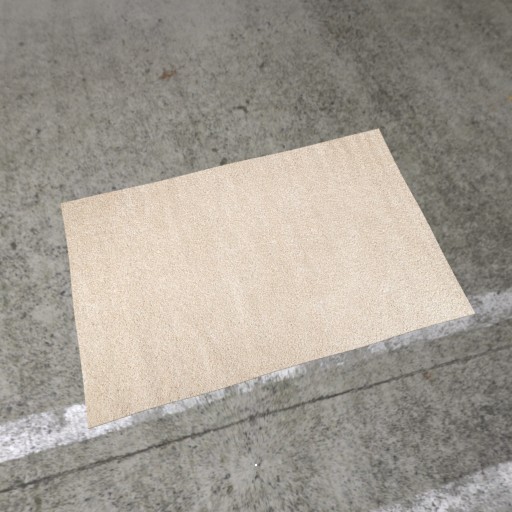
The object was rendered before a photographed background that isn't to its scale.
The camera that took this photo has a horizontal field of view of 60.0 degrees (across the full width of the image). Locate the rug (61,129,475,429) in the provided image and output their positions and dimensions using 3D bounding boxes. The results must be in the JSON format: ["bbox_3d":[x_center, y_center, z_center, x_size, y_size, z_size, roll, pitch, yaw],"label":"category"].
[{"bbox_3d":[0.000,0.000,2.874,2.346,0.025,1.500,-15,66,-7],"label":"rug"}]
